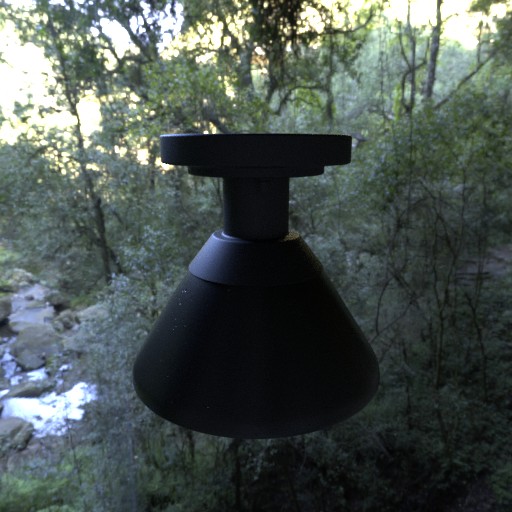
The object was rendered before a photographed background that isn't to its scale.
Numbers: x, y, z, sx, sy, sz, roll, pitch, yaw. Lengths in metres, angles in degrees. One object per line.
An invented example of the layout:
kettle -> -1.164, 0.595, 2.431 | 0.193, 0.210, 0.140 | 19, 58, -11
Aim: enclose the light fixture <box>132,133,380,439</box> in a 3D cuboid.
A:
light fixture -> 0.000, 0.000, 0.349 | 0.200, 0.183, 0.200 | 0, 14, 0
